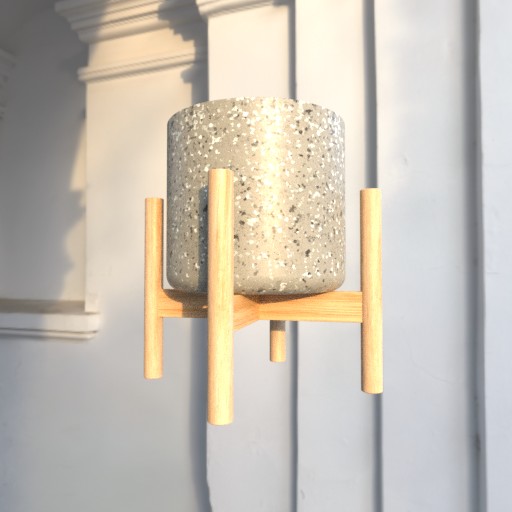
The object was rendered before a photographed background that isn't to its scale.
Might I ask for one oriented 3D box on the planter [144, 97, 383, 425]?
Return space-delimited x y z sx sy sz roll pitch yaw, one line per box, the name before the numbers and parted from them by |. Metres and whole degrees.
planter | 0.000 0.000 0.561 0.284 0.320 0.284 -1 -2 36
